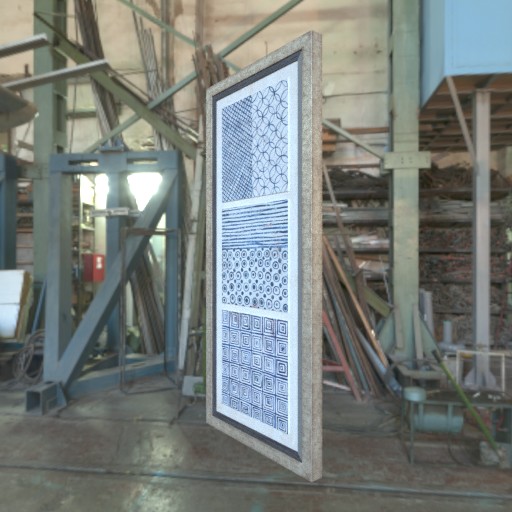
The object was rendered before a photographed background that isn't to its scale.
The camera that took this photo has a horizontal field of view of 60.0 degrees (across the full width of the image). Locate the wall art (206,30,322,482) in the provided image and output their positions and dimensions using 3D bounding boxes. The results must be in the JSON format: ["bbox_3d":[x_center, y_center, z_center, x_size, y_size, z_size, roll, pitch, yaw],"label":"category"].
[{"bbox_3d":[0.000,0.000,1.701,0.051,1.461,0.648,0,0,-38],"label":"wall art"}]
